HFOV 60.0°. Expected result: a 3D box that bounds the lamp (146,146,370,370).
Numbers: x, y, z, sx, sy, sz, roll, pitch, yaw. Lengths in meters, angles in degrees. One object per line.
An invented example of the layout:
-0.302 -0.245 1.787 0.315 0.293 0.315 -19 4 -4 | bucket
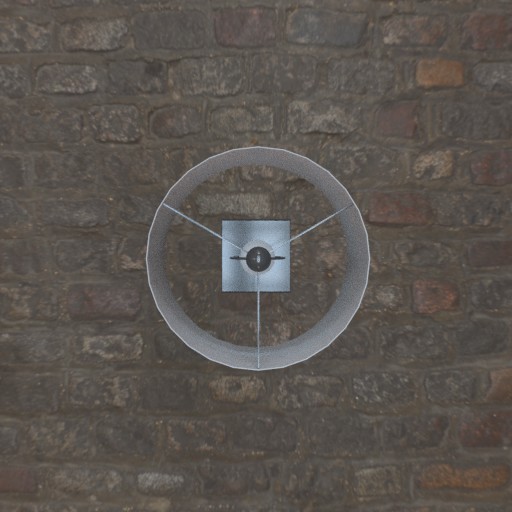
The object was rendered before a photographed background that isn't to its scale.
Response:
0.000 0.000 0.795 0.320 0.591 0.320 0 91 -1 | lamp
